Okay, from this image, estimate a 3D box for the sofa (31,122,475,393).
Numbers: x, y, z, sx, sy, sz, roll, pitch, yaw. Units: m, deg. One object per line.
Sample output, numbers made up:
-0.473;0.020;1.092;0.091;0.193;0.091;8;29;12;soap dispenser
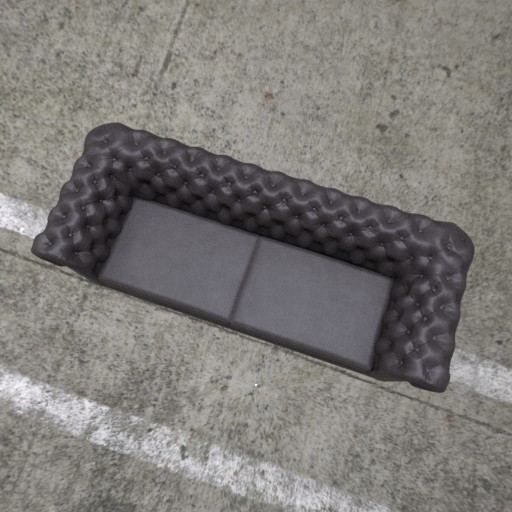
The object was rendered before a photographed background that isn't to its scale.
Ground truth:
0.000;0.000;2.773;2.385;0.783;0.944;18;75;5;sofa
